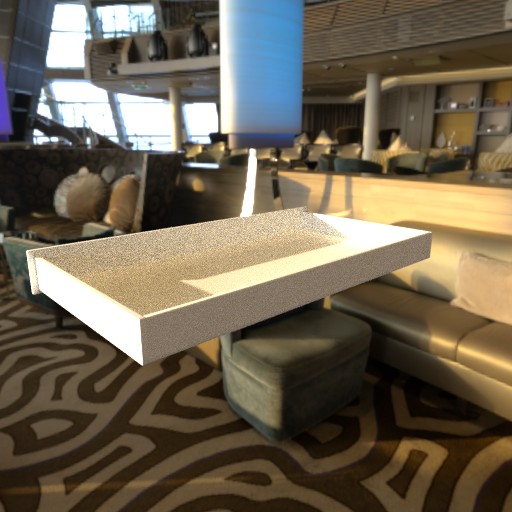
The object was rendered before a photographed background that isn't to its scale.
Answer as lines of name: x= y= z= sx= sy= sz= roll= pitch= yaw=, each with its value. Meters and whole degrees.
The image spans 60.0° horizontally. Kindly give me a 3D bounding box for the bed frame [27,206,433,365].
bed frame: x=0.000 y=0.000 z=1.566 sx=1.300 sy=0.141 sz=0.670 roll=-14 pitch=20 yaw=-41
